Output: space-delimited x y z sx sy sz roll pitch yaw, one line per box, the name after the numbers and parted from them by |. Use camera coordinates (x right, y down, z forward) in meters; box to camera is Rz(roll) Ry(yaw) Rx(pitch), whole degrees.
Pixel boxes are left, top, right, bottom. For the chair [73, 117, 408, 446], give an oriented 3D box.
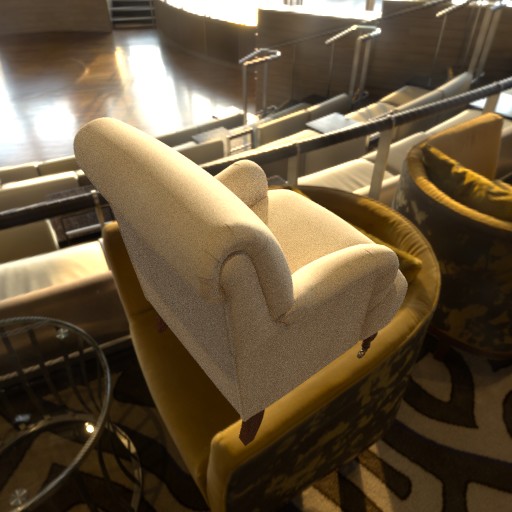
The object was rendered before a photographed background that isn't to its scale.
0.000 0.000 1.526 0.842 0.944 0.766 -26 47 -28 | chair
